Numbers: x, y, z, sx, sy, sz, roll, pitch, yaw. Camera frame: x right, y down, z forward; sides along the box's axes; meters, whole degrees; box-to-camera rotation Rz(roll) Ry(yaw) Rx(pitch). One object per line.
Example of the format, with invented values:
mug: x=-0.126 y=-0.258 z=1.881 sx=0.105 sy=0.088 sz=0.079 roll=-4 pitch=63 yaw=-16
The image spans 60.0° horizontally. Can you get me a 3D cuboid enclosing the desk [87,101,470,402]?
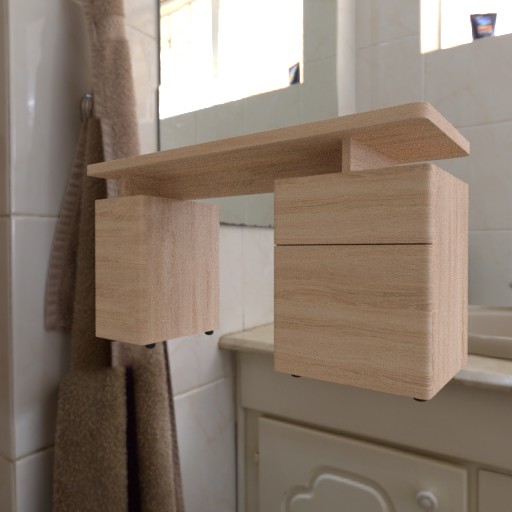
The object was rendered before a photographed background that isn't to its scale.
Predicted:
desk: x=0.000 y=0.000 z=1.693 sx=1.400 sy=0.760 sz=0.550 roll=1 pitch=1 yaw=36
